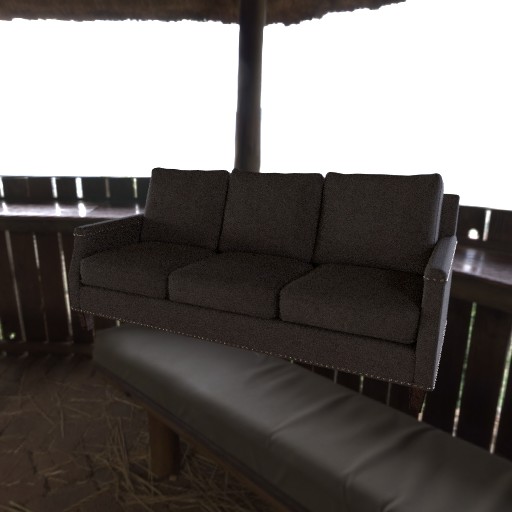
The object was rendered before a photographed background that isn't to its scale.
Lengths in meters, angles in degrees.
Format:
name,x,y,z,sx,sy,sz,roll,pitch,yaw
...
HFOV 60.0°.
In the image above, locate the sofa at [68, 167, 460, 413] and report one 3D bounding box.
name,x,y,z,sx,sy,sz,roll,pitch,yaw
sofa,0.000,0.000,2.751,2.226,1.042,1.034,7,16,25
